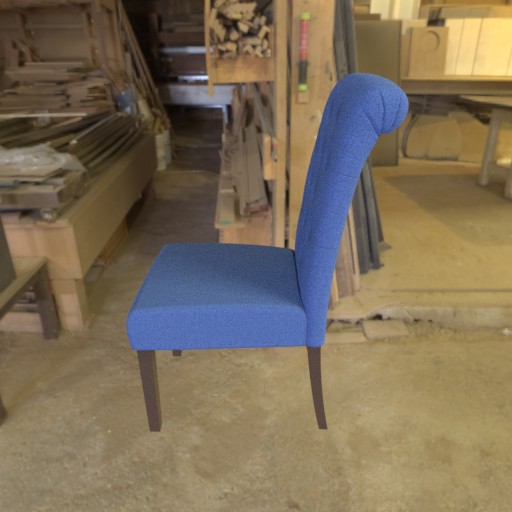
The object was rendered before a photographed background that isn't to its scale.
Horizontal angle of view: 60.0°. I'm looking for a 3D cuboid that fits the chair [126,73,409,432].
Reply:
[{"bbox_3d":[0.000,0.000,1.321,0.671,1.006,0.456,0,25,1],"label":"chair"}]
